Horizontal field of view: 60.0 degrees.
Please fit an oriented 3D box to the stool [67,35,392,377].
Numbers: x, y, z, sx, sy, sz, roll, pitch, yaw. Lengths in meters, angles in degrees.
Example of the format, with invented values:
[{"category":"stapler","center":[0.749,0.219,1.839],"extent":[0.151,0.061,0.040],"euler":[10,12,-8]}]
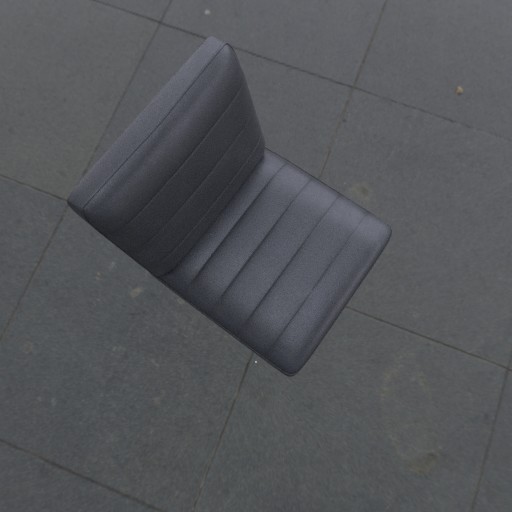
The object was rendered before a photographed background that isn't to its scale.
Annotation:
[{"category":"stool","center":[0.000,0.000,1.297],"extent":[0.552,1.040,0.457],"euler":[35,79,8]}]
